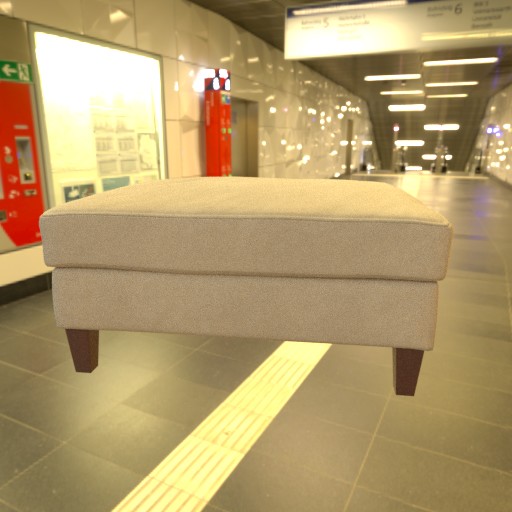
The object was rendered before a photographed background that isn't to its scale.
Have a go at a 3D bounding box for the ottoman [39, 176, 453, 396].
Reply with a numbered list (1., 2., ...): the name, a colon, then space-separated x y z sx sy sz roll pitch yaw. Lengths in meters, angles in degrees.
1. ottoman: 0.000 0.000 1.463 1.002 0.492 0.836 2 15 7
